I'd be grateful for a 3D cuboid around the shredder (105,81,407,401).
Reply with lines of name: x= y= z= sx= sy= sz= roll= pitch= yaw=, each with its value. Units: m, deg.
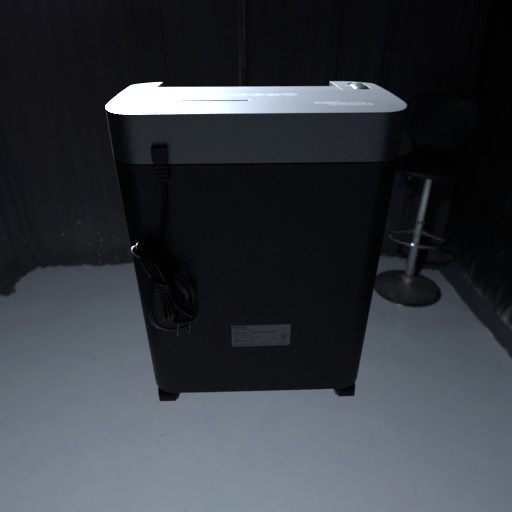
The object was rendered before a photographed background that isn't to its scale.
shredder: x=0.000 y=0.000 z=0.599 sx=0.311 sy=0.419 sz=0.237 roll=-1 pitch=30 yaw=-2
